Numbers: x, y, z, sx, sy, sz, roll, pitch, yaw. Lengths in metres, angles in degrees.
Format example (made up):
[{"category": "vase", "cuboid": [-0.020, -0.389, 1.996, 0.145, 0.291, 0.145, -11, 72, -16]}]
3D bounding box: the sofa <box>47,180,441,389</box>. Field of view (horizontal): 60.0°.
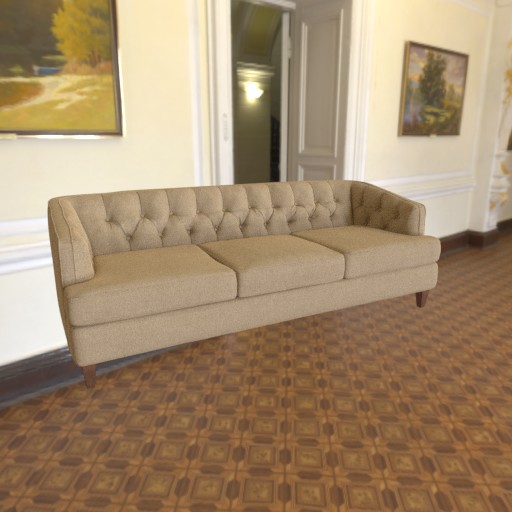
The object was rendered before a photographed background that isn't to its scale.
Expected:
[{"category": "sofa", "cuboid": [0.000, 0.000, 2.706, 2.235, 0.788, 0.913, -8, 17, -27]}]
